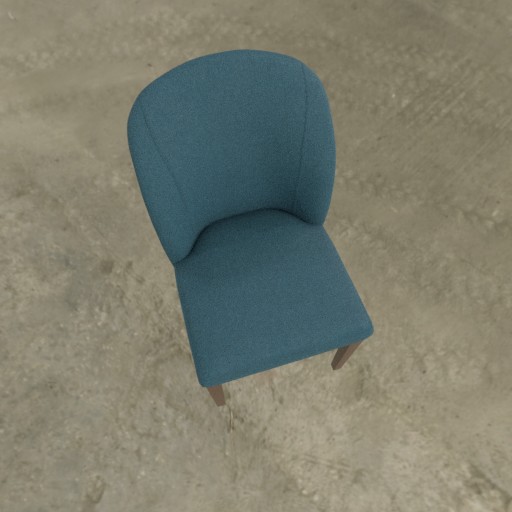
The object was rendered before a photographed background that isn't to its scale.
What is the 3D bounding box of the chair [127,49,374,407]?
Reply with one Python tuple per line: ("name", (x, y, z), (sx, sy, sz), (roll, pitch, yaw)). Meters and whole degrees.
("chair", (0.000, 0.000, 1.264), (0.507, 0.879, 0.620), (-15, 63, -8))
